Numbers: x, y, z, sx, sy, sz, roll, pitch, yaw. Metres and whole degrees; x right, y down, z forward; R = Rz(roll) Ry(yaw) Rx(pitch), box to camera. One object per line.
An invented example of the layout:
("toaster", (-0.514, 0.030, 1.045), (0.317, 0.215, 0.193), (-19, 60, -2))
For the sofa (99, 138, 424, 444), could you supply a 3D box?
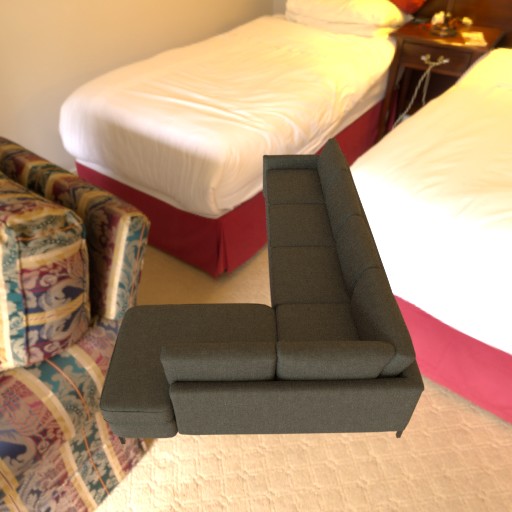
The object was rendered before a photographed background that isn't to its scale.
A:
("sofa", (0.000, 0.000, 3.820), (1.984, 0.858, 2.972), (-1, 41, -1))
